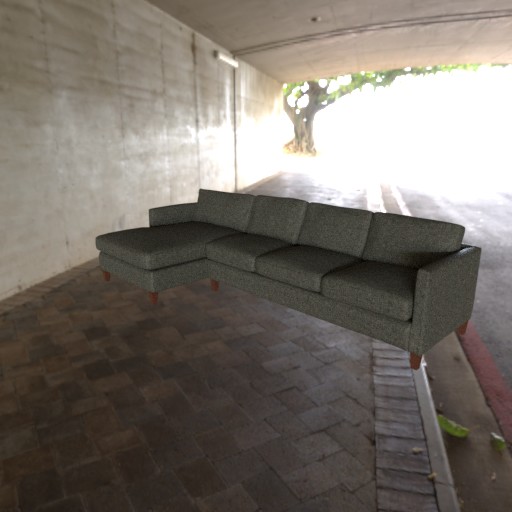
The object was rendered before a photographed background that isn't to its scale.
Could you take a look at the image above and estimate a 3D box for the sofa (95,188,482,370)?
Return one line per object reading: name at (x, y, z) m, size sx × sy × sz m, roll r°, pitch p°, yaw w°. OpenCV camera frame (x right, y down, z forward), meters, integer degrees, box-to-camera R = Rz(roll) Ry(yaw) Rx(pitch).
sofa at (0.000, 0.000, 4.199) m, size 1.635 × 0.960 × 3.485 m, roll -15°, pitch 21°, yaw -42°
